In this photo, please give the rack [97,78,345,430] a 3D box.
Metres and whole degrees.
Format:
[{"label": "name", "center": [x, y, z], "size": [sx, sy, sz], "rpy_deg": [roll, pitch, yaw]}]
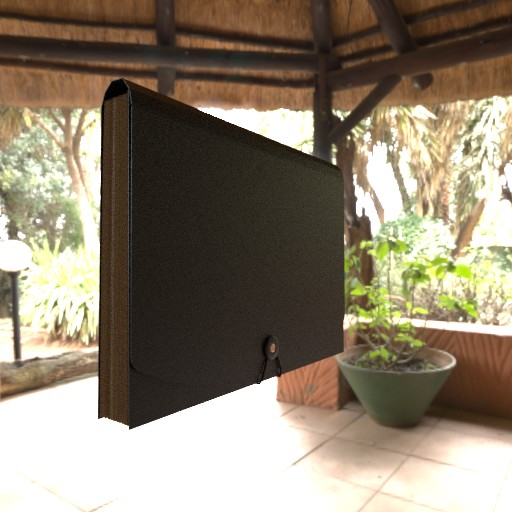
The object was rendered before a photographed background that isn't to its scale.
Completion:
[{"label": "rack", "center": [0.000, 0.000, 0.439], "size": [0.041, 0.241, 0.330], "rpy_deg": [-1, -1, 36]}]
